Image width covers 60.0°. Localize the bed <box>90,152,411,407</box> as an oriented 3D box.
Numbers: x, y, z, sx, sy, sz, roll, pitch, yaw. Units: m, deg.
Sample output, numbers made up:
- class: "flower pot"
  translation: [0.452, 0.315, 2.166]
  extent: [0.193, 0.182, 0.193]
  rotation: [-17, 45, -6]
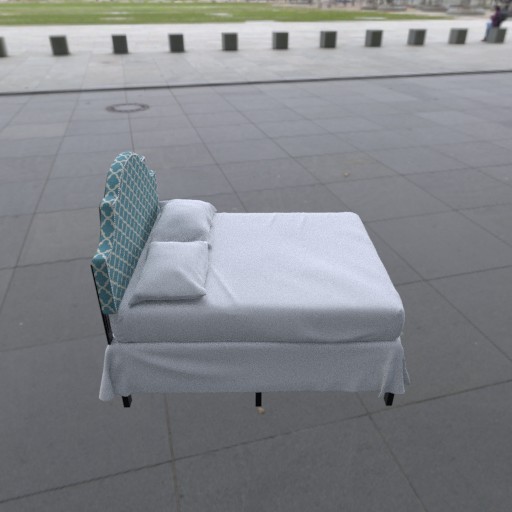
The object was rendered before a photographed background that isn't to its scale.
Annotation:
- class: "bed"
  translation: [0.000, 0.000, 3.530]
  extent: [2.222, 1.633, 1.780]
  rotation: [0, 30, 0]
